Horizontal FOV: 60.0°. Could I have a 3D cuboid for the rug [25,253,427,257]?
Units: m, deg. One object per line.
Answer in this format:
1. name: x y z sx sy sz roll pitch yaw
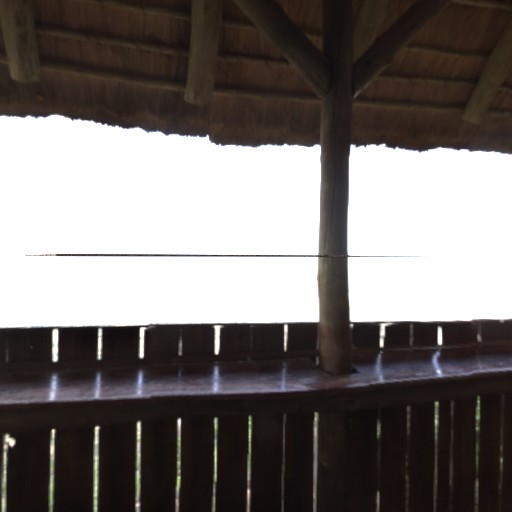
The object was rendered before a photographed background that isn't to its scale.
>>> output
1. rug: 0.000 0.000 2.725 2.435 0.011 0.750 0 0 -36
